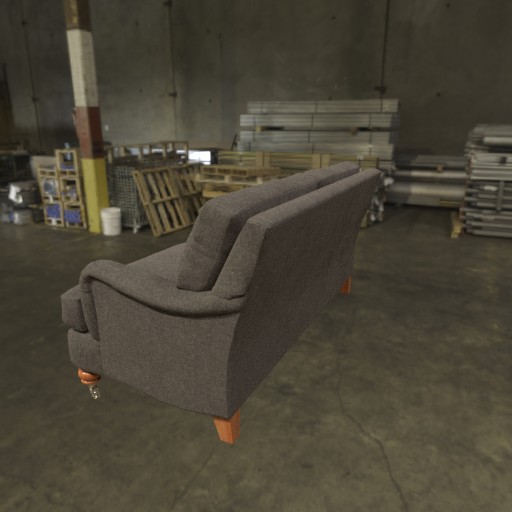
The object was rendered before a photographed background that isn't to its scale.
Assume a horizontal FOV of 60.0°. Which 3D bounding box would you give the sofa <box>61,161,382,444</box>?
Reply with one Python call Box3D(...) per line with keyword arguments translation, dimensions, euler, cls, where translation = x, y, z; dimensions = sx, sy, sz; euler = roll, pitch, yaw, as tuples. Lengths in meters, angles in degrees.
Box3D(translation=(0.000, 0.000, 2.752), dimensions=(1.087, 1.054, 2.160), euler=(8, 18, 25), cls="sofa")
